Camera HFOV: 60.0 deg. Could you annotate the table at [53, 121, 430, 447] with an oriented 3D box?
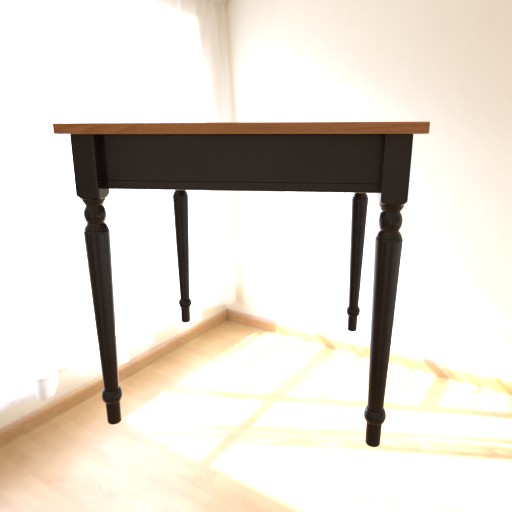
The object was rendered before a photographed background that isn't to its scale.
[{"bbox_3d":[0.000,0.000,1.317,0.747,0.738,0.747,2,15,7],"label":"table"}]
